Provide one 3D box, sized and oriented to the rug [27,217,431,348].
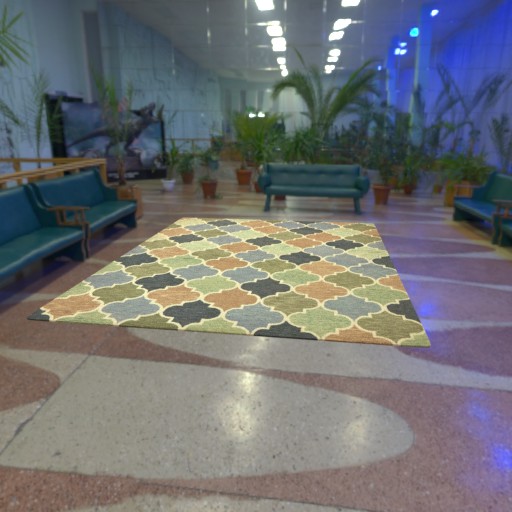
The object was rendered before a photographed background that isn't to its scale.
[{"bbox_3d":[0.000,0.000,4.111,2.439,0.013,3.200,2,17,8],"label":"rug"}]
